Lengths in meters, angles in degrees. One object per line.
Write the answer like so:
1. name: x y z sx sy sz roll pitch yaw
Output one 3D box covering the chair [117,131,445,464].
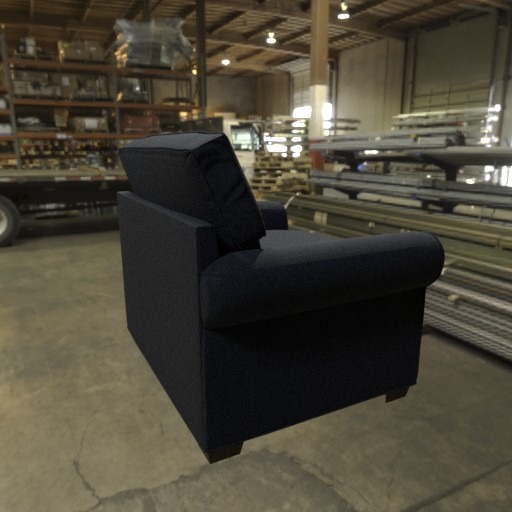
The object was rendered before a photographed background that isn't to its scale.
1. chair: 0.000 0.000 1.969 0.963 1.044 1.285 -7 16 -27
